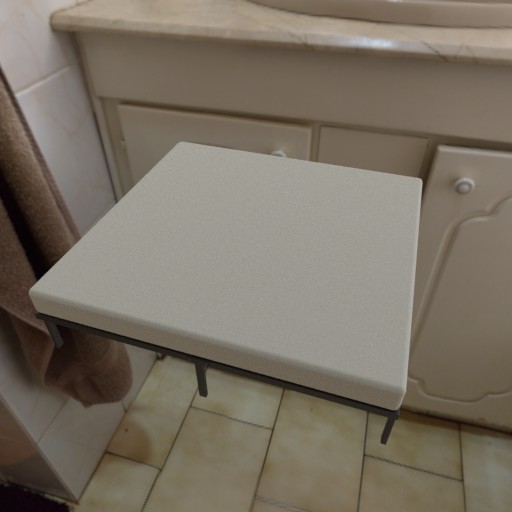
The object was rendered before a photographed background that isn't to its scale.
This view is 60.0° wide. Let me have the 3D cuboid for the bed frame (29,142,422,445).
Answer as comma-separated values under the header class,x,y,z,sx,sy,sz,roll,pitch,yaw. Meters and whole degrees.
class,x,y,z,sx,sy,sz,roll,pitch,yaw
bed frame,0.000,0.000,3.942,2.635,0.680,2.526,12,42,14
